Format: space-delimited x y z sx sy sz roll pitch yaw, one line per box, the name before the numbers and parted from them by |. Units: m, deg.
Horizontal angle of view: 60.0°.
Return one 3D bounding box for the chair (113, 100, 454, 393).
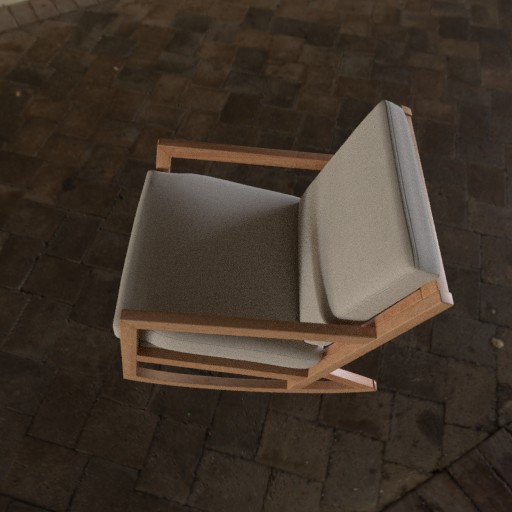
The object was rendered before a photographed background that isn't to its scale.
chair | 0.000 0.000 1.380 0.857 0.790 0.622 2 58 1
